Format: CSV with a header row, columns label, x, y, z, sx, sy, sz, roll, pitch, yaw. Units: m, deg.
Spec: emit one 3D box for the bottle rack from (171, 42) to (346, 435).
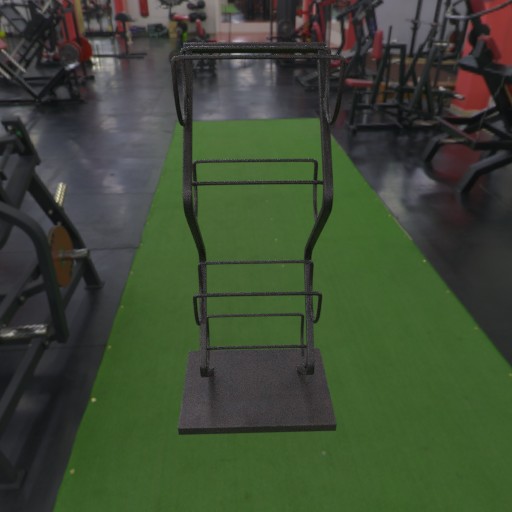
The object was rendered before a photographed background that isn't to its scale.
label,x,y,z,sx,sy,sz,roll,pitch,yaw
bottle rack,0.000,0.000,0.648,0.254,0.559,0.178,-1,31,-2
